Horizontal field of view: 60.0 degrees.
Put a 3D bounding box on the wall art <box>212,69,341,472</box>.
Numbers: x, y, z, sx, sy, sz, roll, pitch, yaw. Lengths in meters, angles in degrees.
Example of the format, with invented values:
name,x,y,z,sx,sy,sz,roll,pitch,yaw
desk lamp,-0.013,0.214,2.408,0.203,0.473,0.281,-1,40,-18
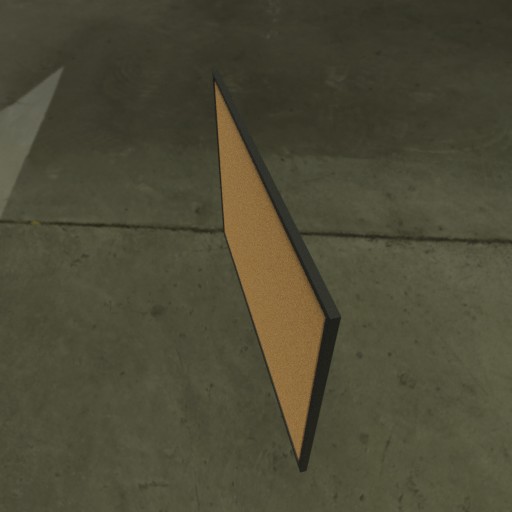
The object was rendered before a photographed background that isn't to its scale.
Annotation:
name,x,y,z,sx,sy,sz,roll,pitch,yaw
wall art,0.000,0.000,0.863,0.013,0.458,0.664,-11,46,-10
